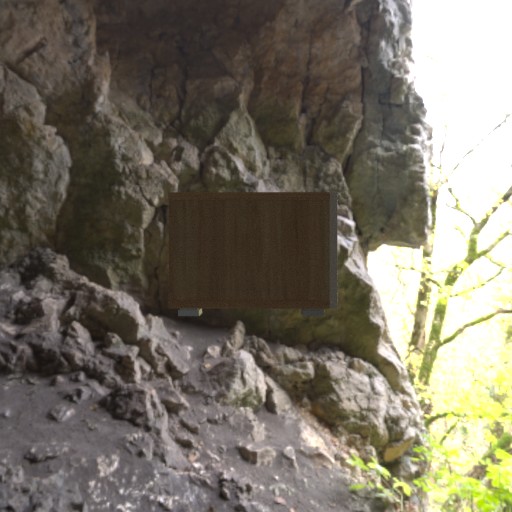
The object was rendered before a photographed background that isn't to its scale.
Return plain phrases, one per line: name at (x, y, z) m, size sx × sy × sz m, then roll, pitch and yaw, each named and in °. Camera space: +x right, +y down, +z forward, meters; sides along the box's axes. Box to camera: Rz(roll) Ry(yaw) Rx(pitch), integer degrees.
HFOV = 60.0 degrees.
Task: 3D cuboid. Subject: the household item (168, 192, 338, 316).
household item at (0.000, 0.000, 2.024) m, size 0.420 × 0.310 × 1.850 m, roll 0°, pitch 0°, yaw 1°
